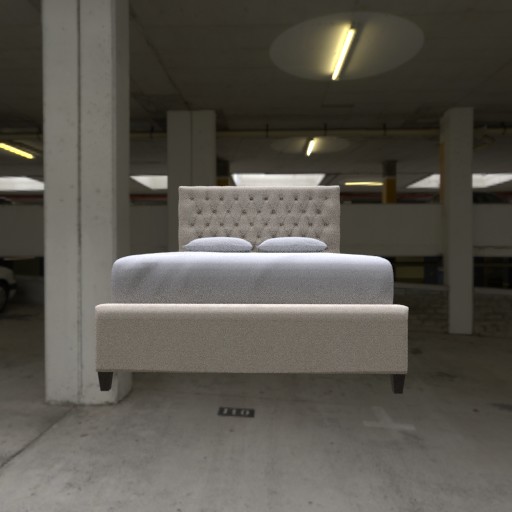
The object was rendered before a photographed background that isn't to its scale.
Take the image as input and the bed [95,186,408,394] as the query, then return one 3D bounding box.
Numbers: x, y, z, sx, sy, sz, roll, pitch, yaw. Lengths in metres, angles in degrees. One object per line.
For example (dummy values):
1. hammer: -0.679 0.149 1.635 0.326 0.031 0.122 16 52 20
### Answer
1. bed: 0.000 0.000 3.526 1.698 1.427 2.387 0 1 2
